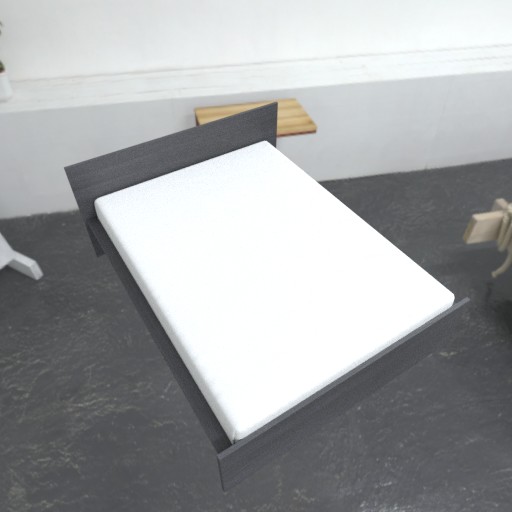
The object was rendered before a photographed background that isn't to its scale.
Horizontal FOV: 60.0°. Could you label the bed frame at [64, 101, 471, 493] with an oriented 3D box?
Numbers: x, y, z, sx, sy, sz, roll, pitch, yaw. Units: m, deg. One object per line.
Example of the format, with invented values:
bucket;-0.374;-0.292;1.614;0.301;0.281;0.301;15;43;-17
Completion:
bed frame;0.000;0.000;2.805;1.622;0.800;1.960;-25;51;-22
